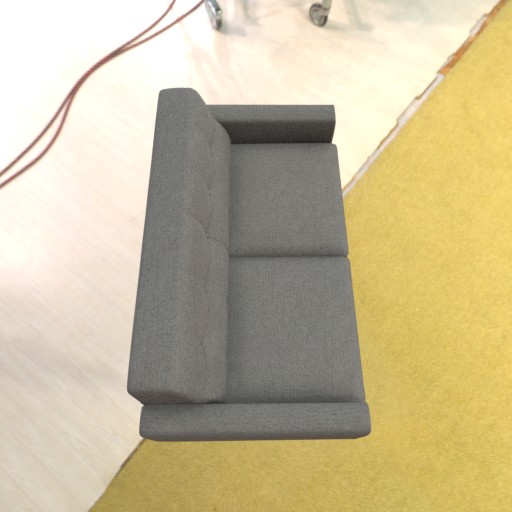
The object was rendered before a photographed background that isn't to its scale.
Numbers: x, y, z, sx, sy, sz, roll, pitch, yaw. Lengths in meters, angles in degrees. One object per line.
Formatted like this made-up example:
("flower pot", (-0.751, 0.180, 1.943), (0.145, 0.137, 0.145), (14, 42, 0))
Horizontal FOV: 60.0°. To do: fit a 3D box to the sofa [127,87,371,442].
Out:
("sofa", (0.000, 0.000, 2.134), (0.909, 0.841, 1.631), (-1, 65, 0))
